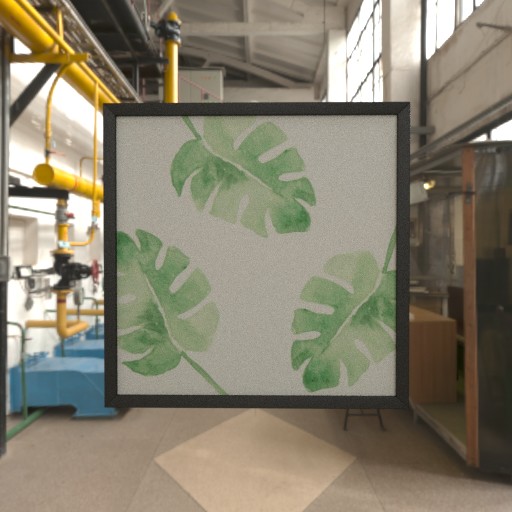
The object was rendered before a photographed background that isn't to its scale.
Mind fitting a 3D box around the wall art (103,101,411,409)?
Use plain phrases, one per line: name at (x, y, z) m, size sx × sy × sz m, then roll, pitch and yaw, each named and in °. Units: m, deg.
wall art at (0.000, 0.000, 0.752) m, size 0.508 × 0.508 × 0.036 m, roll 0°, pitch 1°, yaw 1°
